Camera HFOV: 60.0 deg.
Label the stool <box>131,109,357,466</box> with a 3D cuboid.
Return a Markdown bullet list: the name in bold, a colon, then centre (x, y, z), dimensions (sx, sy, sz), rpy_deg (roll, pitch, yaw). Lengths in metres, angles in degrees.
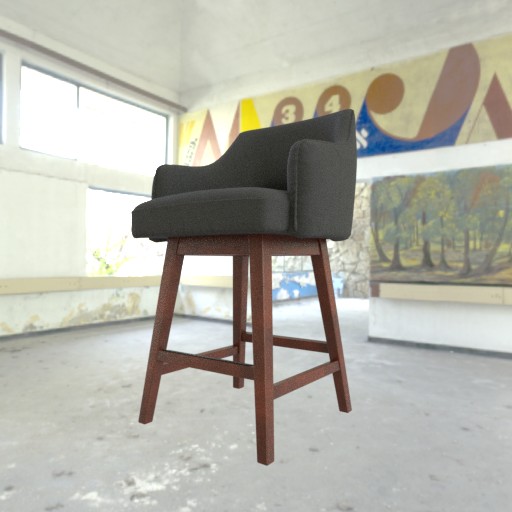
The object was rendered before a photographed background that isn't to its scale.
- **stool**: centre (0.000, 0.000, 1.288), dimensions (0.548, 0.912, 0.558), rpy_deg (0, 0, 36)
